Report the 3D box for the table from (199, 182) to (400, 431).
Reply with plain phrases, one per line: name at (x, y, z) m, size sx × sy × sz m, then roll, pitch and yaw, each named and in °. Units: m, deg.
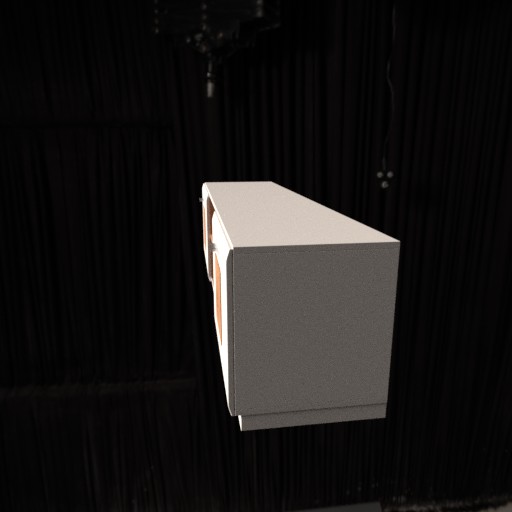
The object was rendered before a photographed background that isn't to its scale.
table at (0.000, 0.000, 1.725) m, size 0.400 × 0.440 × 1.550 m, roll -2°, pitch 14°, yaw -8°
